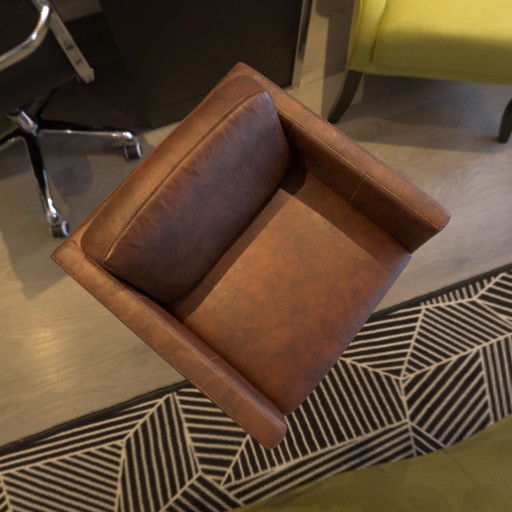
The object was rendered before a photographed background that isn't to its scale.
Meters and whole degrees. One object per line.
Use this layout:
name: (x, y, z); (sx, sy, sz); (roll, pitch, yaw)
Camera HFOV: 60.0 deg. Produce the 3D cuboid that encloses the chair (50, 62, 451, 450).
chair: (0.000, 0.000, 1.741); (0.975, 0.864, 0.990); (39, 79, 9)
